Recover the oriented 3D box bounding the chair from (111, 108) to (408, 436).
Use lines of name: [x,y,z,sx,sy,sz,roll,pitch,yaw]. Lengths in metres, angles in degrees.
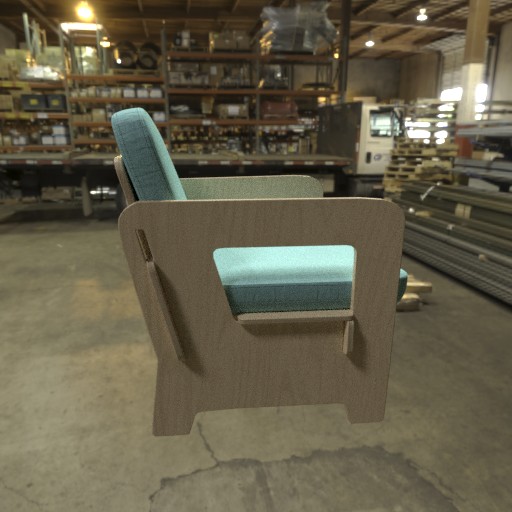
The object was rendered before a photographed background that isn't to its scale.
chair: [0.000,0.000,1.280,0.710,0.800,0.590,-3,16,-11]
